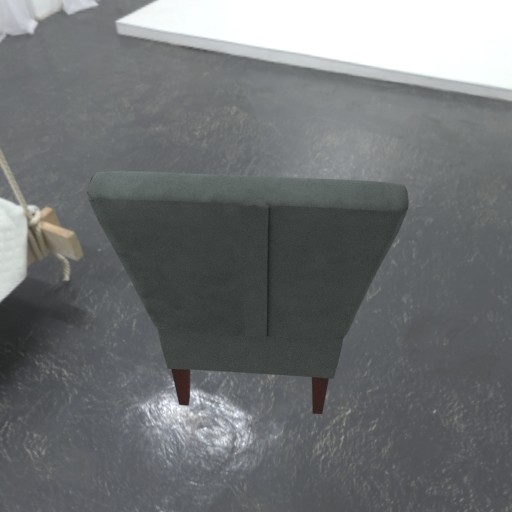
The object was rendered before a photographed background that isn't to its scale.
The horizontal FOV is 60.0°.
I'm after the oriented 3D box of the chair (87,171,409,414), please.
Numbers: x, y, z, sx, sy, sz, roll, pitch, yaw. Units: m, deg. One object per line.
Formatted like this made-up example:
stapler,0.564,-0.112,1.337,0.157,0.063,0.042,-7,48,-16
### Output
chair,0.000,0.000,1.164,0.521,0.806,0.554,3,45,3
